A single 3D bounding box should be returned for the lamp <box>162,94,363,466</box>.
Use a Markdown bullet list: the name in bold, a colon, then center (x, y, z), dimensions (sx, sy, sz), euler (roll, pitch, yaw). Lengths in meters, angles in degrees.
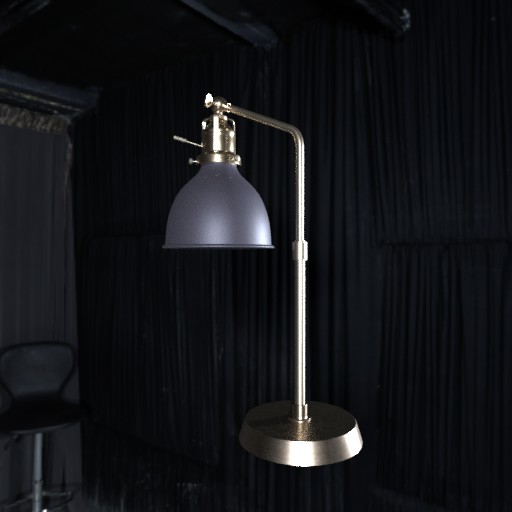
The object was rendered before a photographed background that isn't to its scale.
- **lamp**: center (0.000, 0.000, 0.599), dimensions (0.291, 0.456, 0.160), euler (0, 0, 36)
